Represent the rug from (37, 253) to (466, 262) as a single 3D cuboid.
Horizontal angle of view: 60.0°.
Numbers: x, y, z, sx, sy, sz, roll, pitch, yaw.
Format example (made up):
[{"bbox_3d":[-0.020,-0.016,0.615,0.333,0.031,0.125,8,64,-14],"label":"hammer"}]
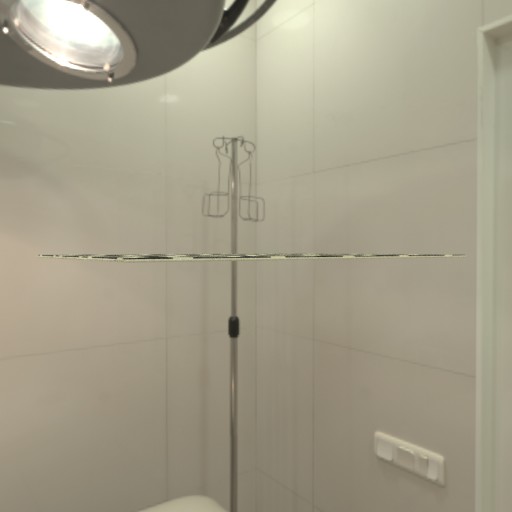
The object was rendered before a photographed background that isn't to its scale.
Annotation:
[{"bbox_3d":[0.000,0.000,2.848,2.286,0.016,1.555,-1,1,-37],"label":"rug"}]
